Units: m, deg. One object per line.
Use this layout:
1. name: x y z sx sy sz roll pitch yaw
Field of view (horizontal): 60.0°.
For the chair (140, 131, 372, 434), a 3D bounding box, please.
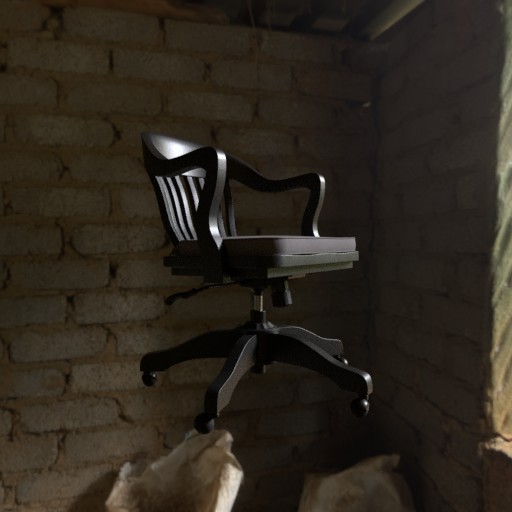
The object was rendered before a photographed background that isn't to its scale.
1. chair: 0.000 0.000 1.444 0.788 0.878 0.750 1 2 36
